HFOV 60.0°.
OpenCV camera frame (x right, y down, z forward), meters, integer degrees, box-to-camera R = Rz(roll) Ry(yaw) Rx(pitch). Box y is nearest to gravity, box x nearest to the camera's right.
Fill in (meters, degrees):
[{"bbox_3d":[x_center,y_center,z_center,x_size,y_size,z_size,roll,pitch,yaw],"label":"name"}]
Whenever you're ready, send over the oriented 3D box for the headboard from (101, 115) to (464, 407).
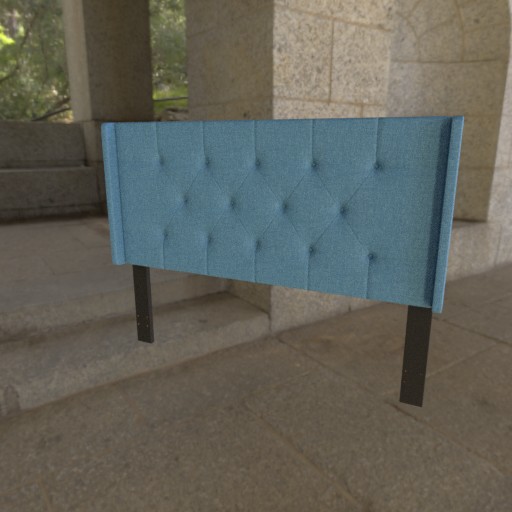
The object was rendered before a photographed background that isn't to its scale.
[{"bbox_3d":[0.000,0.000,2.592,2.051,1.524,0.184,7,16,24],"label":"headboard"}]
